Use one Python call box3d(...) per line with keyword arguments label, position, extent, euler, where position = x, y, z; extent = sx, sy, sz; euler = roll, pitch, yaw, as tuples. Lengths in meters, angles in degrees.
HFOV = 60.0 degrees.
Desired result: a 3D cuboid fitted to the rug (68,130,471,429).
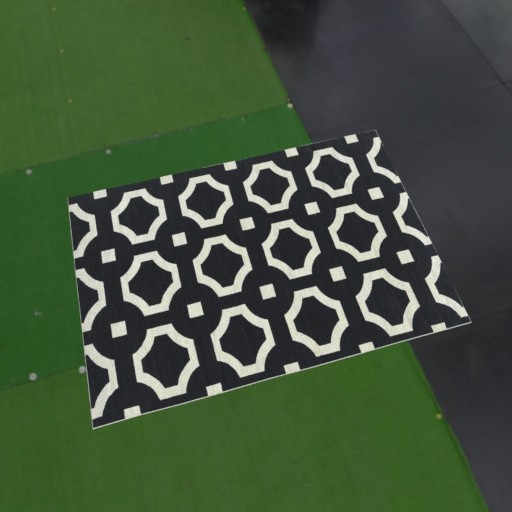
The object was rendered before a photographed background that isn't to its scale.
box3d(label="rug", position=(0.000, 0.000, 2.880), extent=(2.286, 0.016, 1.555), euler=(-14, 65, -7))
